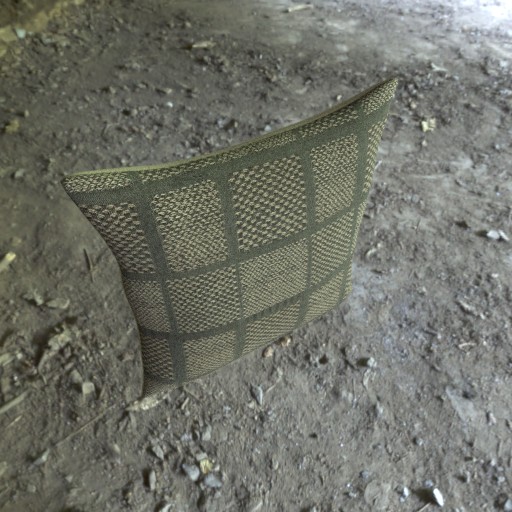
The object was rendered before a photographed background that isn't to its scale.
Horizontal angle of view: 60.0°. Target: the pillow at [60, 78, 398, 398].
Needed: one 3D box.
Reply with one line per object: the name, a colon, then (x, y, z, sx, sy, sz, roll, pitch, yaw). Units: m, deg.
pillow: (0.000, 0.000, 0.649, 0.435, 0.432, 0.138, -23, 50, -21)
